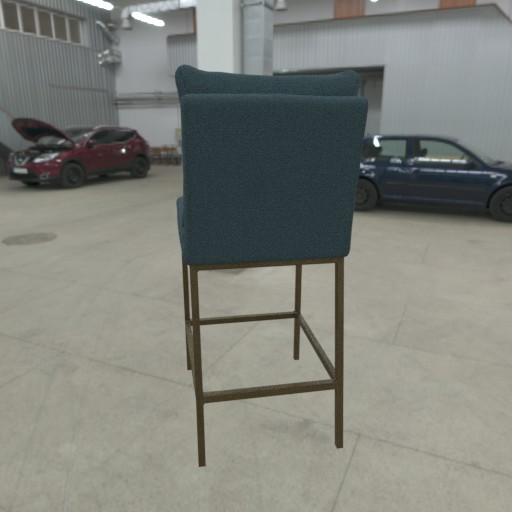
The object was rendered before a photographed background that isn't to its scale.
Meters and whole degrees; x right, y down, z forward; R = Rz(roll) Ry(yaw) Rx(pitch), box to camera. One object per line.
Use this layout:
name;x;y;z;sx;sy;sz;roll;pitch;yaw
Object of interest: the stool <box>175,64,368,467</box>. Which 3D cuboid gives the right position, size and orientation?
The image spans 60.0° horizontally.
stool;0.000;0.000;1.359;0.463;1.032;0.568;-3;17;-10
